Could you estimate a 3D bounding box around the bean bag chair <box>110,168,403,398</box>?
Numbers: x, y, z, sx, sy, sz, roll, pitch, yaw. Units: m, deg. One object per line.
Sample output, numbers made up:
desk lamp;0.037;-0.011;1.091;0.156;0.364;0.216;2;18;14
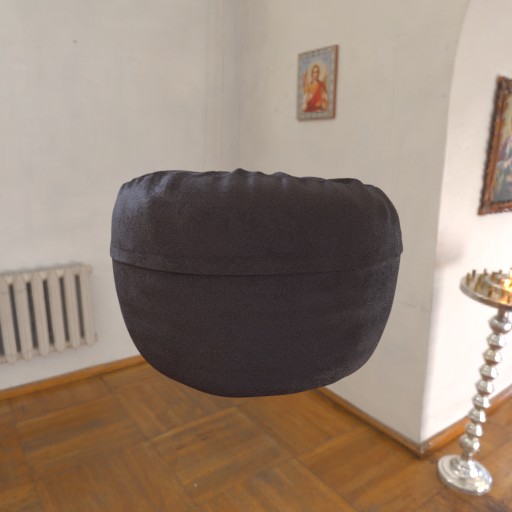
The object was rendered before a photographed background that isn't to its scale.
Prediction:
bean bag chair;0.000;0.000;2.003;1.245;0.821;1.245;0;14;0
